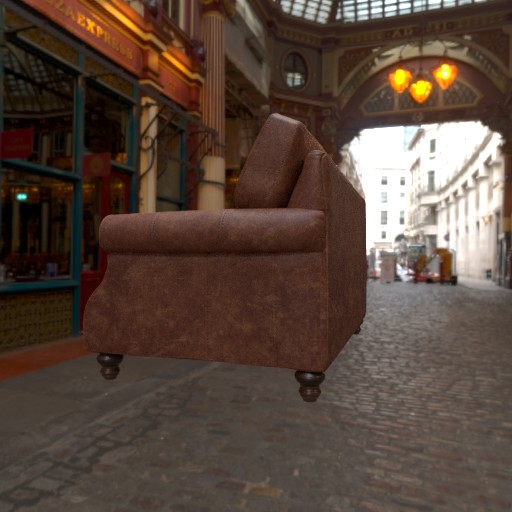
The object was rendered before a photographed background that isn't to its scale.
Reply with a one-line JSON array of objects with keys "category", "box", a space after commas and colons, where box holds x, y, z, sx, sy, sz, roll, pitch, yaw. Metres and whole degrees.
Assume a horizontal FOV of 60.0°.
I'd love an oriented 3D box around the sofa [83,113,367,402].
[{"category": "sofa", "box": [0.000, 0.000, 2.261, 0.990, 0.967, 1.616, 0, 0, 19]}]
